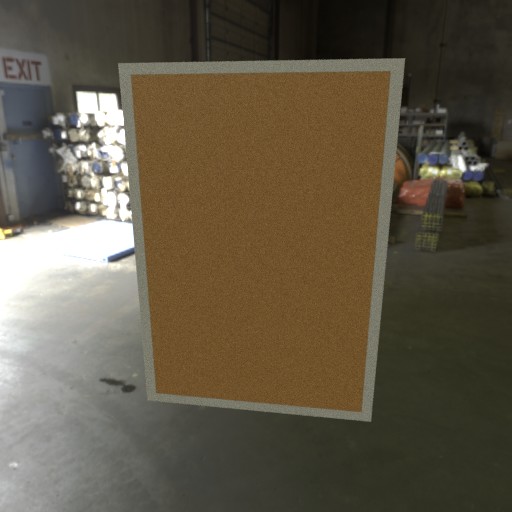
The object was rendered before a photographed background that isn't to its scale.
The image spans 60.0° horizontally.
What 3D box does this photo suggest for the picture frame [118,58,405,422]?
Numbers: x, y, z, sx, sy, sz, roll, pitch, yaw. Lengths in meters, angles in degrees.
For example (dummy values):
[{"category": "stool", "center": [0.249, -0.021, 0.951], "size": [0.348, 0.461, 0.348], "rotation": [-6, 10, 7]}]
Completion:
[{"category": "picture frame", "center": [0.000, 0.000, 0.538], "size": [0.305, 0.434, 0.013], "rotation": [3, 18, 8]}]
